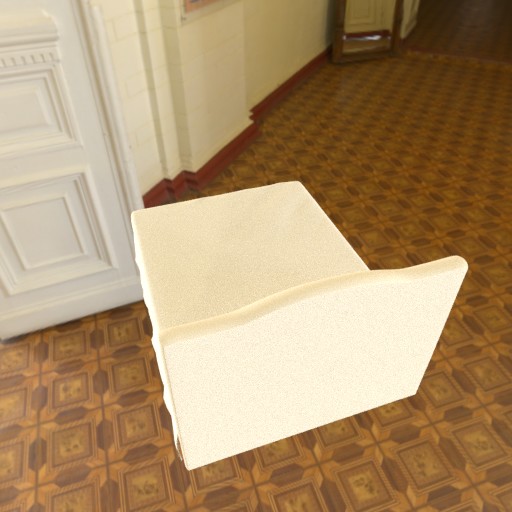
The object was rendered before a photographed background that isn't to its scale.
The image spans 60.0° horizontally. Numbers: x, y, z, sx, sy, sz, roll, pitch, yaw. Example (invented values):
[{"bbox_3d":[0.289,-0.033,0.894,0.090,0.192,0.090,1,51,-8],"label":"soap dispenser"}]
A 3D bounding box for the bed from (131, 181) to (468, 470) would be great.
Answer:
[{"bbox_3d":[0.000,0.000,3.441,1.821,1.436,2.282,-13,43,-14],"label":"bed"}]
